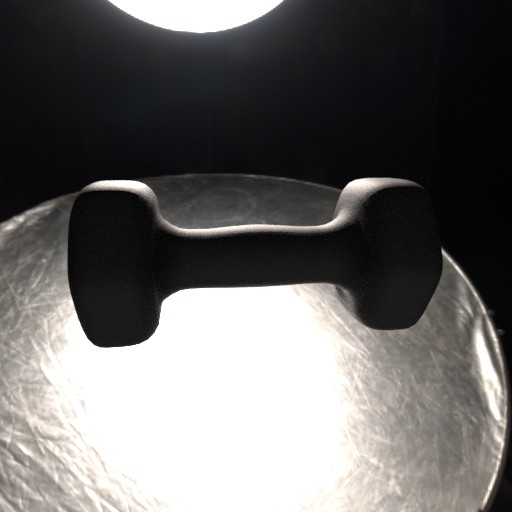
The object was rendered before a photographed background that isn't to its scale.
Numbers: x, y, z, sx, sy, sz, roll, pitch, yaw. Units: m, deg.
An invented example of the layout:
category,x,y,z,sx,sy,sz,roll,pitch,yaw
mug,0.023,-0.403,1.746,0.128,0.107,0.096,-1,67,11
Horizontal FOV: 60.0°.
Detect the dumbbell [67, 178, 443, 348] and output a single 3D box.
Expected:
category,x,y,z,sx,sy,sz,roll,pitch,yaw
dumbbell,0.000,0.000,0.310,0.240,0.105,0.116,-2,14,-8
